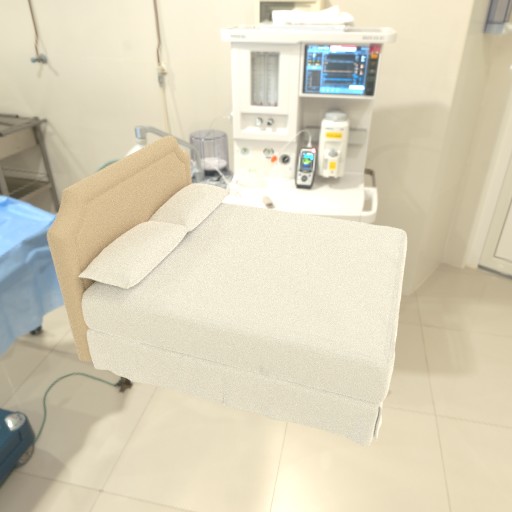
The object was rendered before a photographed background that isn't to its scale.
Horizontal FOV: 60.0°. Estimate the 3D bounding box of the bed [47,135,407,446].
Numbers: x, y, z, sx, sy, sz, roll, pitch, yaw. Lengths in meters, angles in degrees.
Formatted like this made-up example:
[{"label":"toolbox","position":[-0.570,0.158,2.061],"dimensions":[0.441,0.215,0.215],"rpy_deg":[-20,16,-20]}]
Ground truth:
[{"label":"bed","position":[0.000,0.000,3.939],"dimensions":[2.548,1.524,2.134],"rpy_deg":[10,32,17]}]
